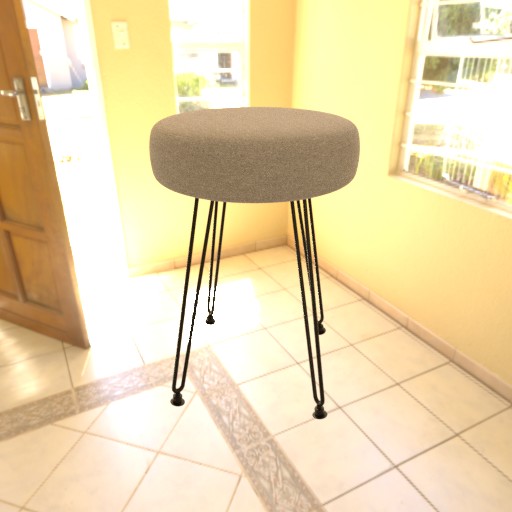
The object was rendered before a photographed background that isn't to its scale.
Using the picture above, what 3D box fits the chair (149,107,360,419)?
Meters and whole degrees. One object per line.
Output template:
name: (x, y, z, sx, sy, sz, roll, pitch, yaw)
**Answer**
chair: (0.000, 0.000, 0.723, 0.350, 0.440, 0.350, -18, 31, -33)
